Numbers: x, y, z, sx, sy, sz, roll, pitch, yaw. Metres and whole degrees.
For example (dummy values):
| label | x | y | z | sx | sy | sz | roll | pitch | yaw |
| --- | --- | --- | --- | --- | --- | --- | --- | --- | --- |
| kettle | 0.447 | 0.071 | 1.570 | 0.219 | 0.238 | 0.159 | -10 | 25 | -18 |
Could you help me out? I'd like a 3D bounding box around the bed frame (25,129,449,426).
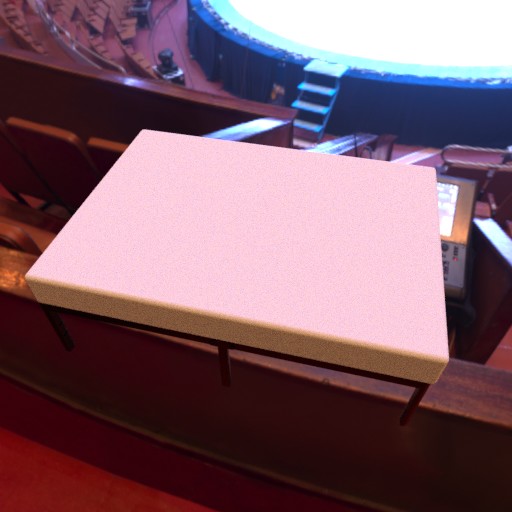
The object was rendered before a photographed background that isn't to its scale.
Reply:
| label | x | y | z | sx | sy | sz | roll | pitch | yaw |
| --- | --- | --- | --- | --- | --- | --- | --- | --- | --- |
| bed frame | 0.000 | 0.000 | 2.657 | 1.956 | 0.659 | 1.408 | 10 | 47 | 9 |
